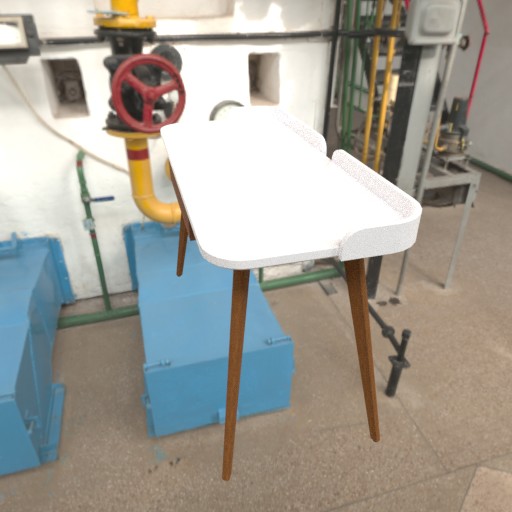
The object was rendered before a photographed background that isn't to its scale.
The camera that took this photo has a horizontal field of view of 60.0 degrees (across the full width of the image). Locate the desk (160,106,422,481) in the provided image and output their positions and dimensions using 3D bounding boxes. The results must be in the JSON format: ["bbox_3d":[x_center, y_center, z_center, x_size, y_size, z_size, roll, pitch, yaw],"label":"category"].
[{"bbox_3d":[0.000,0.000,1.638,0.534,0.807,1.206,-8,32,-13],"label":"desk"}]
